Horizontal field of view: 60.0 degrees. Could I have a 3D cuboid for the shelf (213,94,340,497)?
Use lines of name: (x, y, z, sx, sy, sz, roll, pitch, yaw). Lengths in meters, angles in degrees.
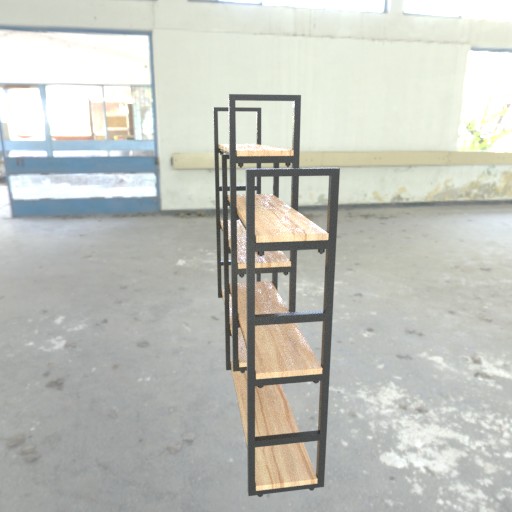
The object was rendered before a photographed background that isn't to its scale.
shelf: (0.000, 0.000, 1.376, 0.183, 0.921, 0.946, -2, 16, -9)
